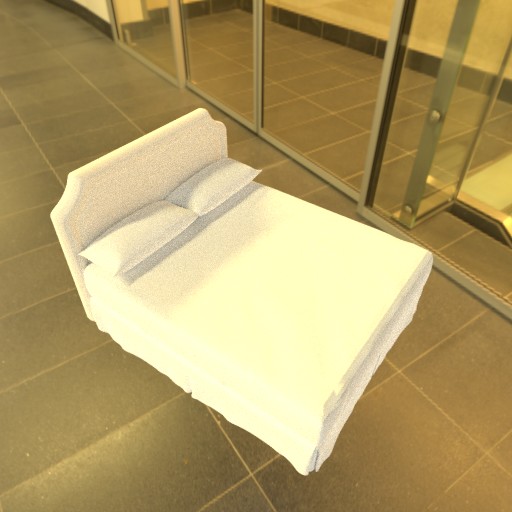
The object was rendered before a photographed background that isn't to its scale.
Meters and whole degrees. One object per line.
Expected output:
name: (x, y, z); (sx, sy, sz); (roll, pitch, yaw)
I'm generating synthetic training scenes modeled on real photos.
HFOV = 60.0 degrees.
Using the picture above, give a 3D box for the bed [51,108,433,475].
bed: (0.000, 0.000, 3.867); (2.548, 1.524, 2.134); (26, 48, 26)
